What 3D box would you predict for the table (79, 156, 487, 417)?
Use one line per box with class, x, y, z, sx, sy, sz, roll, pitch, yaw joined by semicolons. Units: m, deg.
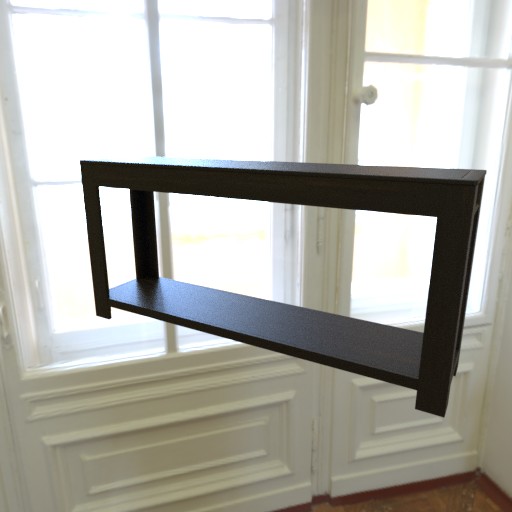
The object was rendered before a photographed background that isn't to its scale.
table;0.000;0.000;1.876;1.631;0.762;0.384;9;18;29
